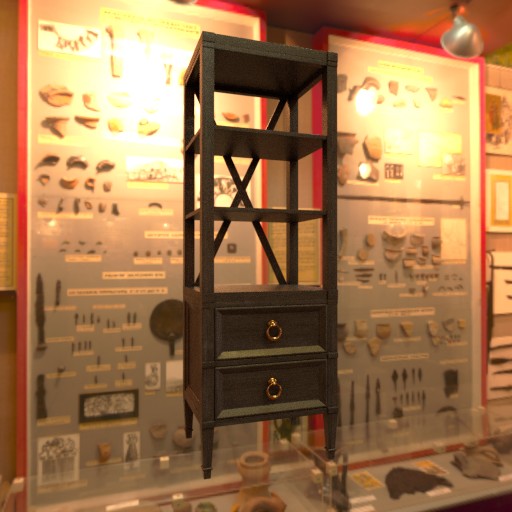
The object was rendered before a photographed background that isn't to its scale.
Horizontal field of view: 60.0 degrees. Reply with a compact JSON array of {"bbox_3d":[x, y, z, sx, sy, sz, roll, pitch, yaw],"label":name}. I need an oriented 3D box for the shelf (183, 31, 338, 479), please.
[{"bbox_3d":[0.000,0.000,2.004,0.584,1.727,0.472,0,0,-18],"label":"shelf"}]
